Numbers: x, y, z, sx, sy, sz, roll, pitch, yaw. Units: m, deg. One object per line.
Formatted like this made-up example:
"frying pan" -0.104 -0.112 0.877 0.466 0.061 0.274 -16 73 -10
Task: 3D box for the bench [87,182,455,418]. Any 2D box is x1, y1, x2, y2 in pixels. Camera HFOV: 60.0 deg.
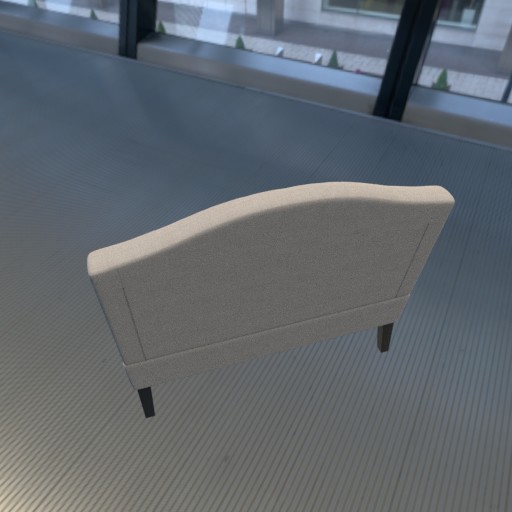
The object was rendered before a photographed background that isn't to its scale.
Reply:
"bench" 0.000 0.000 2.074 1.335 1.180 0.815 -12 44 -13
